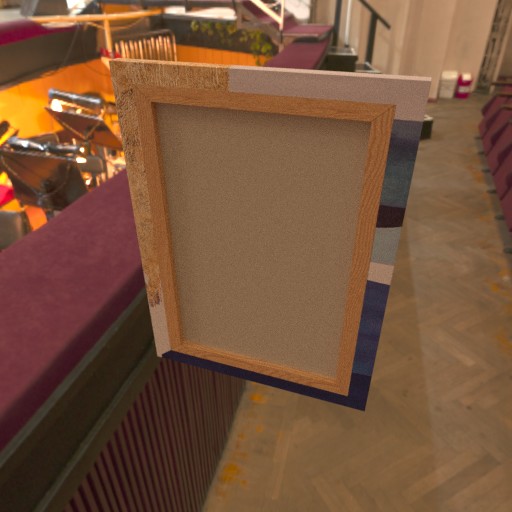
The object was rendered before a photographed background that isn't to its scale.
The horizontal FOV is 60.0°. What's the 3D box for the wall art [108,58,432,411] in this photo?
[{"bbox_3d":[0.000,0.000,0.775,0.458,0.613,0.026,10,34,16],"label":"wall art"}]
